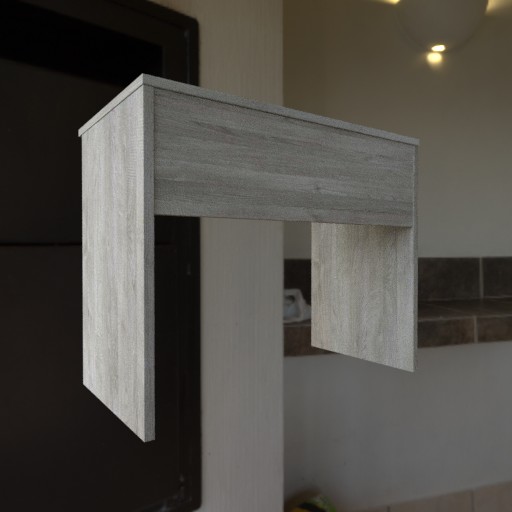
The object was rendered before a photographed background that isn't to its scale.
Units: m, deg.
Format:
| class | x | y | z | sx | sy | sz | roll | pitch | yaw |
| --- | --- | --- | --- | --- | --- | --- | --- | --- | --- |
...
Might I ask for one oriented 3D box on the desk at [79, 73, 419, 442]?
| class | x | y | z | sx | sy | sz | roll | pitch | yaw |
| --- | --- | --- | --- | --- | --- | --- | --- | --- | --- |
| desk | 0.000 | 0.000 | 1.329 | 0.893 | 0.724 | 0.498 | -1 | 1 | -35 |
